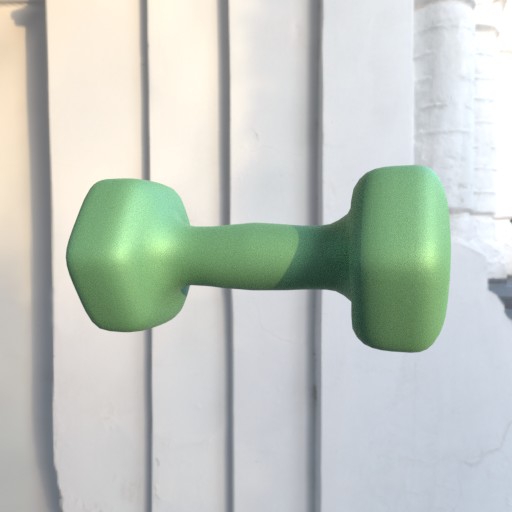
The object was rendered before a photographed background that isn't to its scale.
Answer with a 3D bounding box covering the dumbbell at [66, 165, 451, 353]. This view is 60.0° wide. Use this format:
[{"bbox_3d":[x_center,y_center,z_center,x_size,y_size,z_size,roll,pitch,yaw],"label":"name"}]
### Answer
[{"bbox_3d":[0.000,0.000,0.324,0.260,0.117,0.129,1,2,18],"label":"dumbbell"}]
